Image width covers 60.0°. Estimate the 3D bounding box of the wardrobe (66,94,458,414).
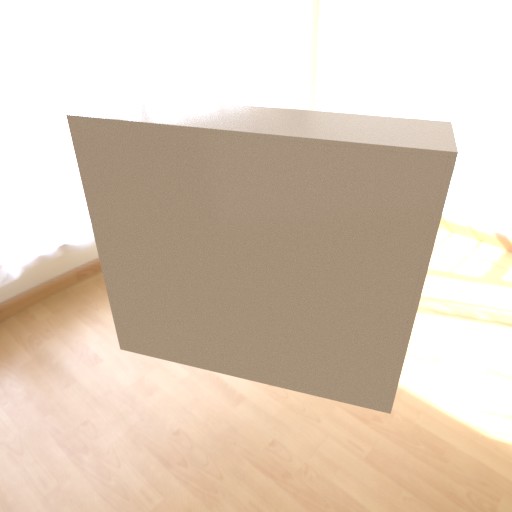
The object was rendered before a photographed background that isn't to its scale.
[{"bbox_3d":[0.000,0.000,1.925,1.340,1.200,0.360,9,34,14],"label":"wardrobe"}]
